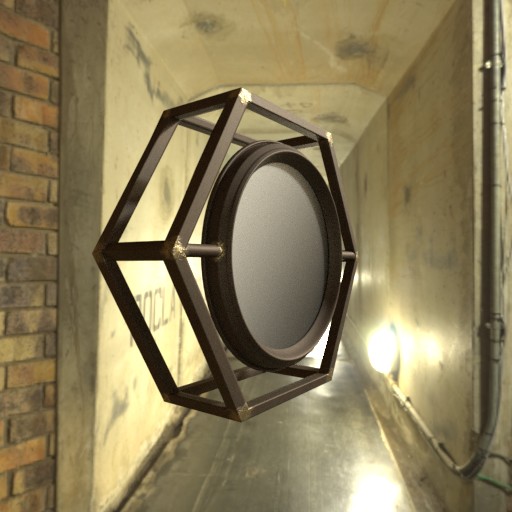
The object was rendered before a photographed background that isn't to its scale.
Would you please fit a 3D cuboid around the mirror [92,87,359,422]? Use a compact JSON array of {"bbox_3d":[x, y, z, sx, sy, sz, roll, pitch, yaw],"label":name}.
[{"bbox_3d":[0.000,0.000,0.550,0.119,0.334,0.380,-1,-1,36],"label":"mirror"}]
